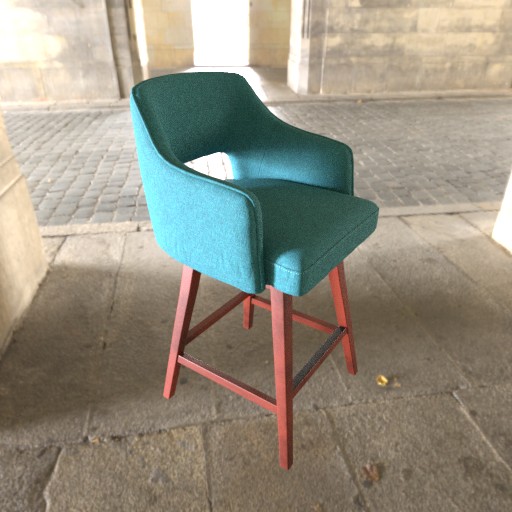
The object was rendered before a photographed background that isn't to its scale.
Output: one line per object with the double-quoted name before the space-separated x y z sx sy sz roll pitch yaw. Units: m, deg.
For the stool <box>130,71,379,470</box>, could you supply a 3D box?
"stool" 0.000 0.000 1.293 0.556 0.961 0.548 18 33 30
